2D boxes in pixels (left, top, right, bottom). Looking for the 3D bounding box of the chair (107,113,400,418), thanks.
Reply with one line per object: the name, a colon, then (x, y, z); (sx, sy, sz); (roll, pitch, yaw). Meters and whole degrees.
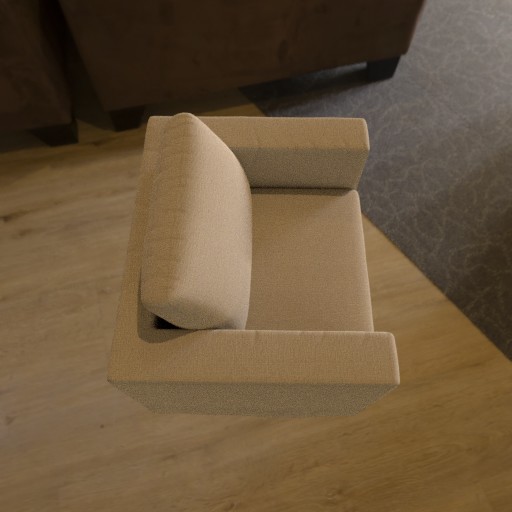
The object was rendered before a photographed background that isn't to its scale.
chair: (0.000, 0.000, 1.817); (0.957, 0.878, 1.150); (1, 63, 0)
